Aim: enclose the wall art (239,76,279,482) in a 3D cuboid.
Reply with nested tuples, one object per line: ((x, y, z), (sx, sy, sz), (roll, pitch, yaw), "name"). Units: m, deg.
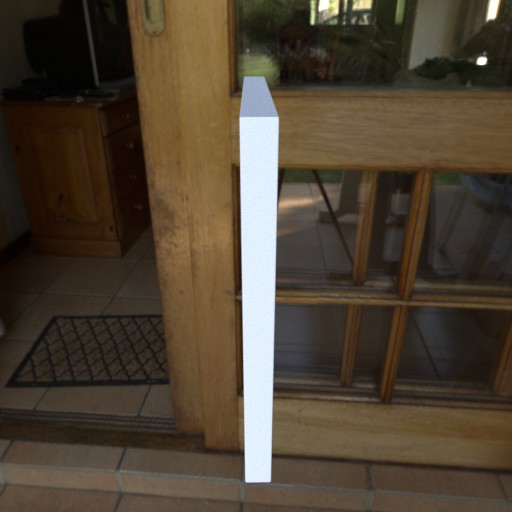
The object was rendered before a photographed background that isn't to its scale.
((0.000, 0.000, 0.540), (0.028, 0.381, 0.331), (0, 27, -1), "wall art")
